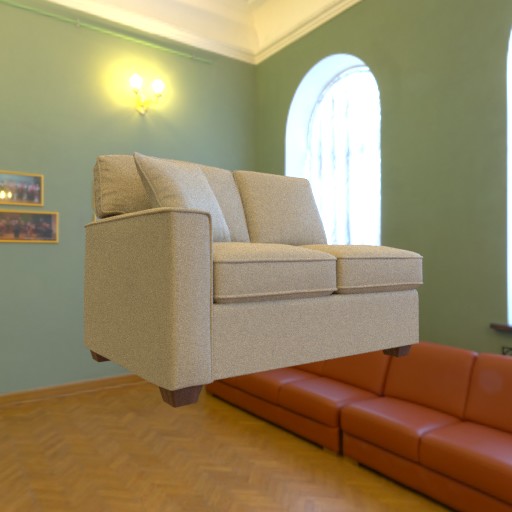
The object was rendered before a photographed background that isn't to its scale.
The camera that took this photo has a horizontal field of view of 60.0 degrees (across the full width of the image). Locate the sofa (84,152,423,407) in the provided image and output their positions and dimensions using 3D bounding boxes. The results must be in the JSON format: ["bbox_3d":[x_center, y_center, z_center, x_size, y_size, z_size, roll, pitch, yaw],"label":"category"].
[{"bbox_3d":[0.000,0.000,2.171,1.388,0.989,0.991,0,0,-37],"label":"sofa"}]
